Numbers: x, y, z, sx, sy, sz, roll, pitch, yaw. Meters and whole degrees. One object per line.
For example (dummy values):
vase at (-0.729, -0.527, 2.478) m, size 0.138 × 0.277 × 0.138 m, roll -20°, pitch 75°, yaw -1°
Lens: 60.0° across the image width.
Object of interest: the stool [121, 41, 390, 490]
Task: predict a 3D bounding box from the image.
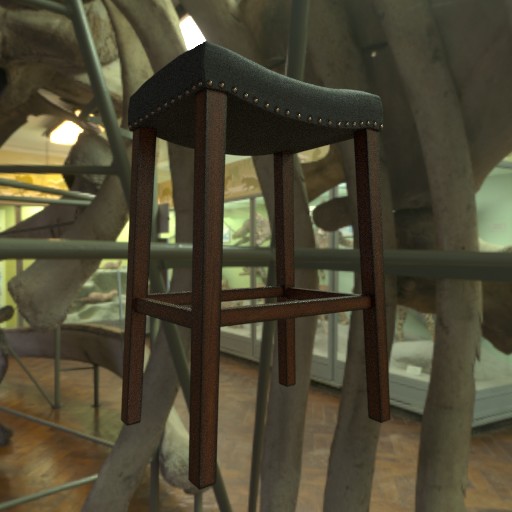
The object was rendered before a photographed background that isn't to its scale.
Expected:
stool at (0.000, 0.000, 1.015) m, size 0.502 × 0.760 × 0.366 m, roll -1°, pitch 1°, yaw -37°
